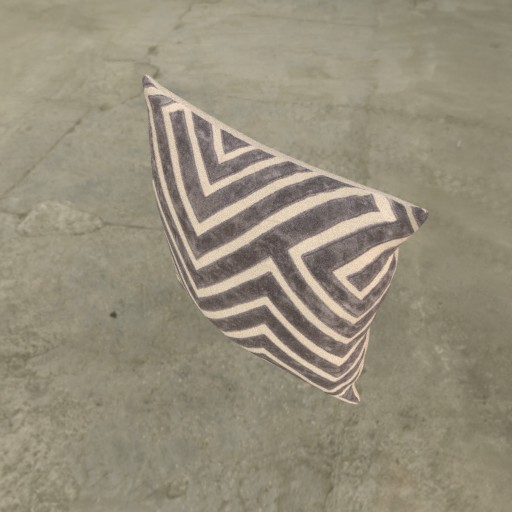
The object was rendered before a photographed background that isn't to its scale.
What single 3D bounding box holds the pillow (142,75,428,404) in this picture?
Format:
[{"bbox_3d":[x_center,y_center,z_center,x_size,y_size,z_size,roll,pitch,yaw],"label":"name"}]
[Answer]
[{"bbox_3d":[0.000,0.000,0.678,0.440,0.441,0.182,32,55,27],"label":"pillow"}]
